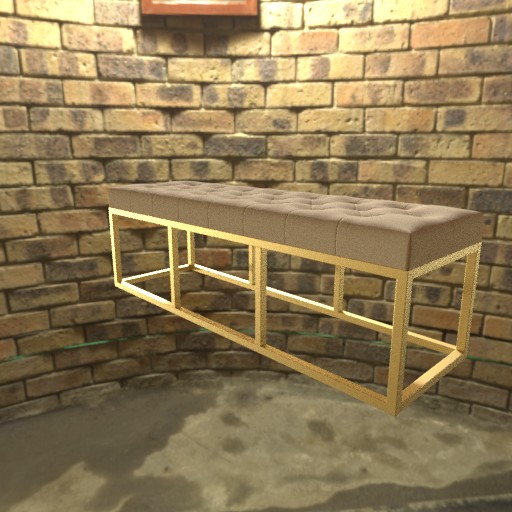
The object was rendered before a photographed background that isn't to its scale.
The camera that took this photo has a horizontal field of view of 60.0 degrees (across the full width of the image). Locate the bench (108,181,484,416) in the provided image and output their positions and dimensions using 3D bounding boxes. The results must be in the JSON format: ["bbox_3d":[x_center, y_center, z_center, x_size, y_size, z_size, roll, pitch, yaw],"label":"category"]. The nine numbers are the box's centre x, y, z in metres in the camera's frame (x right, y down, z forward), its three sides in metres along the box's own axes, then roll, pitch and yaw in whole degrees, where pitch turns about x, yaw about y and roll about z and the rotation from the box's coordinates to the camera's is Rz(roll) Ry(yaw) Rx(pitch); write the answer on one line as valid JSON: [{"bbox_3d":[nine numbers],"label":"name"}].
[{"bbox_3d":[0.000,0.000,1.714,0.457,0.484,1.473,-14,20,-43],"label":"bench"}]
